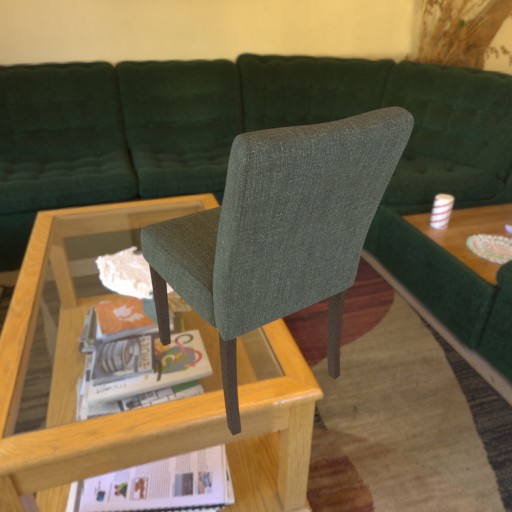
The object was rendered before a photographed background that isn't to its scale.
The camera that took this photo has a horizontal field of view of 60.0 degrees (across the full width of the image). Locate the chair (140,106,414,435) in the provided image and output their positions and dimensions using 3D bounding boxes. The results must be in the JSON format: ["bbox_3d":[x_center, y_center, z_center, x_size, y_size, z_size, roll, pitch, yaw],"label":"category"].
[{"bbox_3d":[0.000,0.000,1.290,0.487,0.884,0.629,-19,35,-29],"label":"chair"}]
